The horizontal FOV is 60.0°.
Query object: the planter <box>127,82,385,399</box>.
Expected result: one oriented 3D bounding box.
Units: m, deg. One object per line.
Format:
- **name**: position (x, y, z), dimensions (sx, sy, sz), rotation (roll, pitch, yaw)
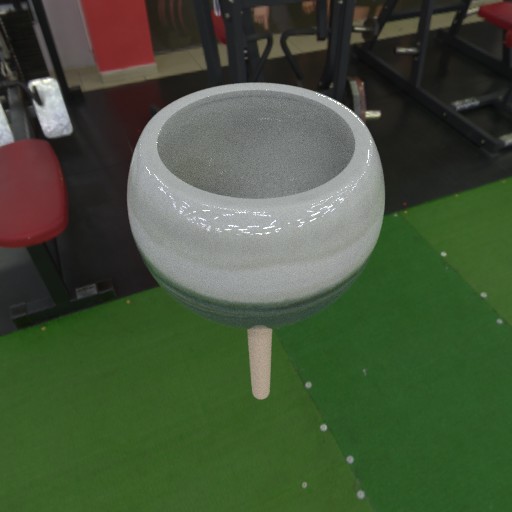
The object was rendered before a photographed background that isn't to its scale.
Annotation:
- **planter**: position (0.000, 0.000, 0.448), dimensions (0.222, 0.278, 0.222), rotation (0, 47, 0)
